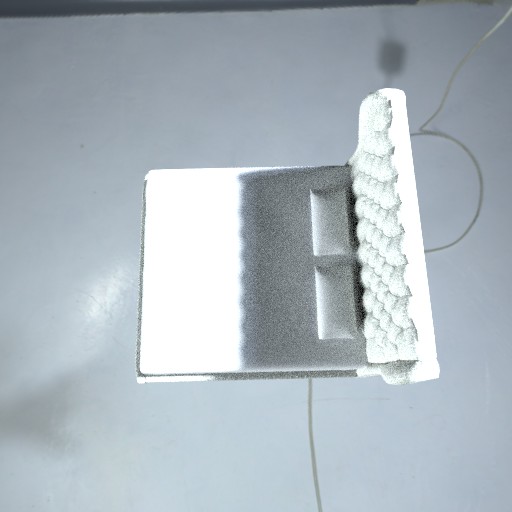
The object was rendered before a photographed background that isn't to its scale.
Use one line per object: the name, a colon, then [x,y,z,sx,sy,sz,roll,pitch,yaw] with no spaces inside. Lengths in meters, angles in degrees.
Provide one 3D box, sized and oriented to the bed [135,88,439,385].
bed: [0.000,0.000,3.957,2.347,1.771,2.219,-1,75,0]
